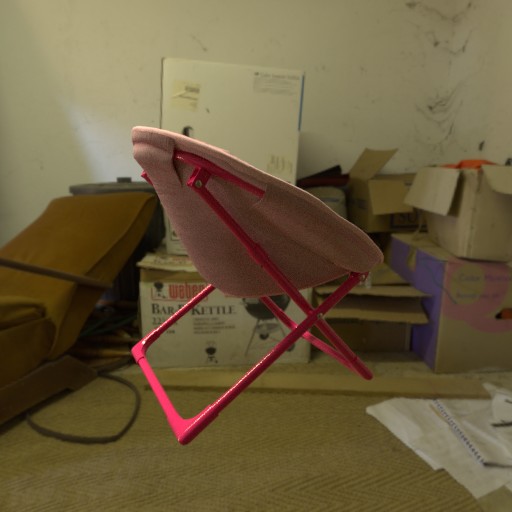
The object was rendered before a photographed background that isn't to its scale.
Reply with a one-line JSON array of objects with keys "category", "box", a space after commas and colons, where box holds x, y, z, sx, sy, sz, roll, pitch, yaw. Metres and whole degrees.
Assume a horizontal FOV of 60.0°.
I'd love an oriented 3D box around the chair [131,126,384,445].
[{"category": "chair", "box": [0.000, 0.000, 0.898, 0.459, 0.494, 0.522, -6, 14, -26]}]
